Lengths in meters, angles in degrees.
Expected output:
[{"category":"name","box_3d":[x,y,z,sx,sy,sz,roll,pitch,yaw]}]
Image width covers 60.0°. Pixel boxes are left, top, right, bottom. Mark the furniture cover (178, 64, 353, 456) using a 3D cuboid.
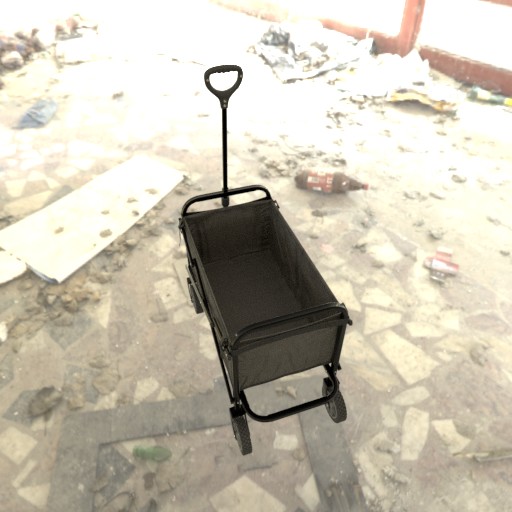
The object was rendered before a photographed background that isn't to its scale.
[{"category":"furniture cover","box_3d":[0.000,0.000,1.831,0.532,1.295,1.038,-13,44,-14]}]
